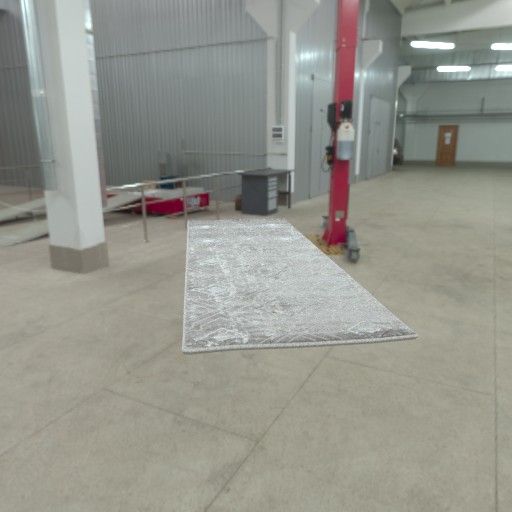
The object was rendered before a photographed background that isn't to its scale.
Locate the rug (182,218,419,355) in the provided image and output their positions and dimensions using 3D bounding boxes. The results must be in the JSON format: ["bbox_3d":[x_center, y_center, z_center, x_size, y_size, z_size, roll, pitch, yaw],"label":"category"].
[{"bbox_3d":[0.000,0.000,2.652,0.832,0.035,2.381,-2,15,-8],"label":"rug"}]
